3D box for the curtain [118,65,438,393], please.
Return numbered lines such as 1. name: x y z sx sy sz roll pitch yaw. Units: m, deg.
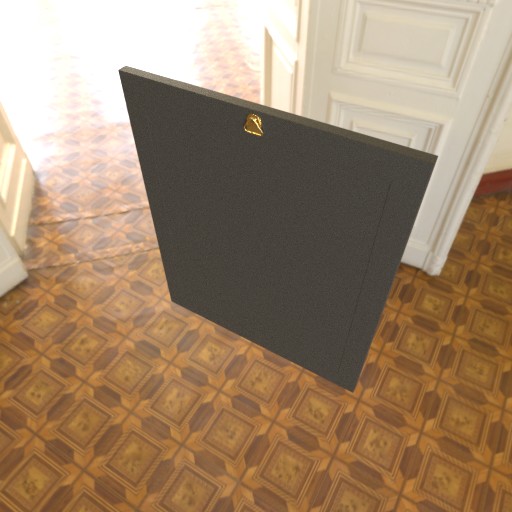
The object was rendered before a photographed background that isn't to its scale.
1. curtain: 0.000 0.000 0.813 0.483 0.585 0.027 23 51 20
